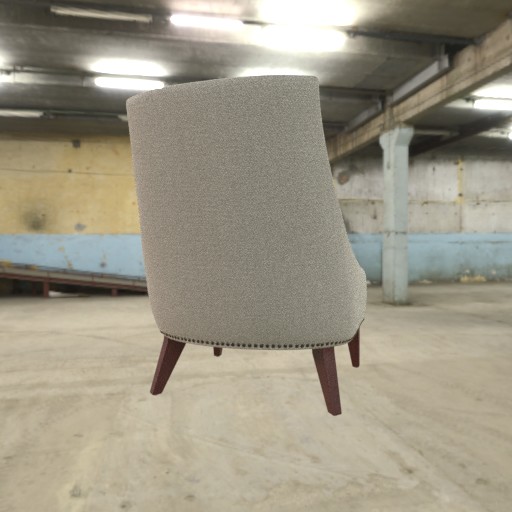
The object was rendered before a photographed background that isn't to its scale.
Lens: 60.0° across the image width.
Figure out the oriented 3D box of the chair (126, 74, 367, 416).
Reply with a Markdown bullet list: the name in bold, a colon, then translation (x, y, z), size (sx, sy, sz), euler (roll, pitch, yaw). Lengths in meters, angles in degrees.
- **chair**: translation (0.000, 0.000, 1.519), size (0.701, 0.909, 0.861), euler (0, 1, 18)
